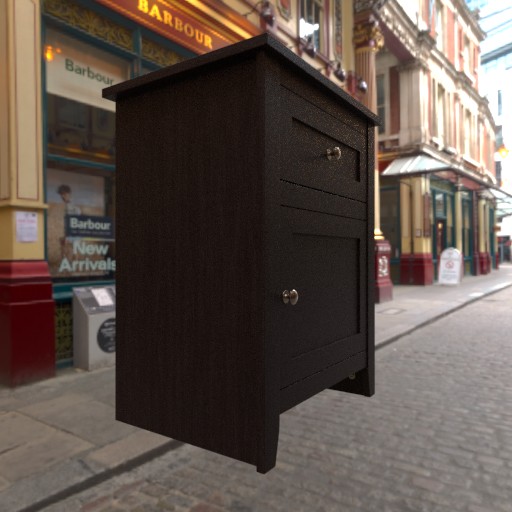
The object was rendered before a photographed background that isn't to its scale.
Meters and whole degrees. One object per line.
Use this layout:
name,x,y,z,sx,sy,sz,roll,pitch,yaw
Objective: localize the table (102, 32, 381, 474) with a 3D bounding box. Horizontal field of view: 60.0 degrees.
table,0.000,0.000,0.931,0.381,0.635,0.480,0,0,35
